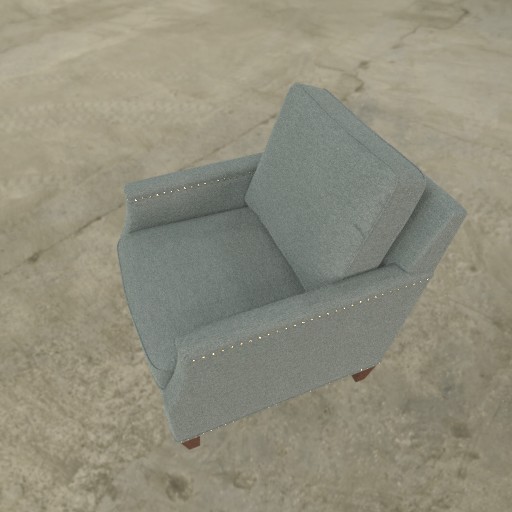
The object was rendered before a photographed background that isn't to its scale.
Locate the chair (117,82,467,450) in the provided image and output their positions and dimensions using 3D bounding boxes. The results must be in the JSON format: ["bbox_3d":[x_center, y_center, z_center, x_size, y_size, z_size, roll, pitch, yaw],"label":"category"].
[{"bbox_3d":[0.000,0.000,1.739,1.031,1.031,0.885,-16,48,-16],"label":"chair"}]
